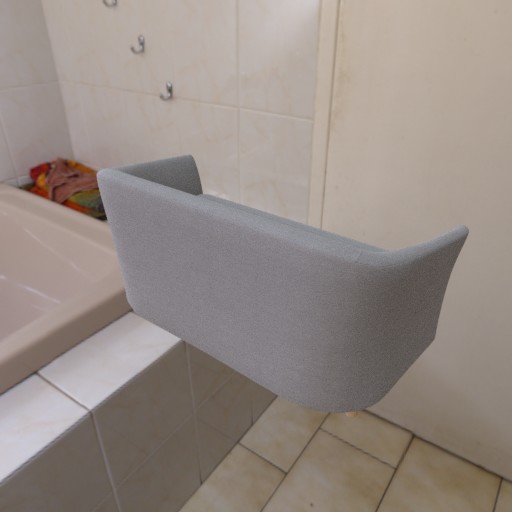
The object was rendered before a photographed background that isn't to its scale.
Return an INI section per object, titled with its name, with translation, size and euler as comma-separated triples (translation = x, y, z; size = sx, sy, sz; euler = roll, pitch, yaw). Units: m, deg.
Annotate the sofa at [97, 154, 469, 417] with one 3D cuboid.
[sofa]
translation = 0.000, 0.000, 1.875
size = 1.452, 0.721, 0.705
euler = 21, 36, 32
